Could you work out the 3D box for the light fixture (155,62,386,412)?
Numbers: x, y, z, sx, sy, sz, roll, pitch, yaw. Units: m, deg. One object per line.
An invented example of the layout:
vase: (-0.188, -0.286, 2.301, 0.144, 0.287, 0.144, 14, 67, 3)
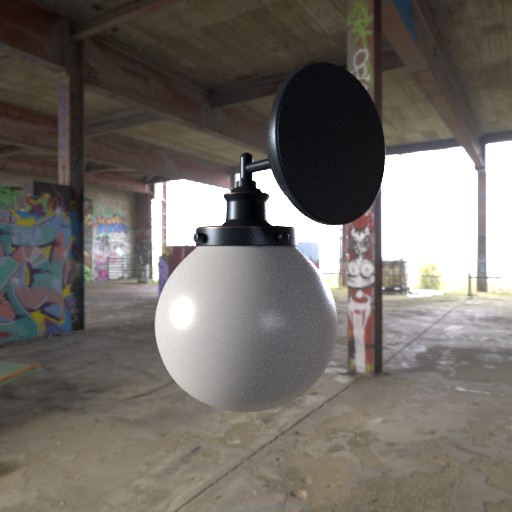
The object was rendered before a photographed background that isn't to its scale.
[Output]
light fixture: (0.000, 0.000, 0.474, 0.197, 0.332, 0.230, 0, 1, -38)
